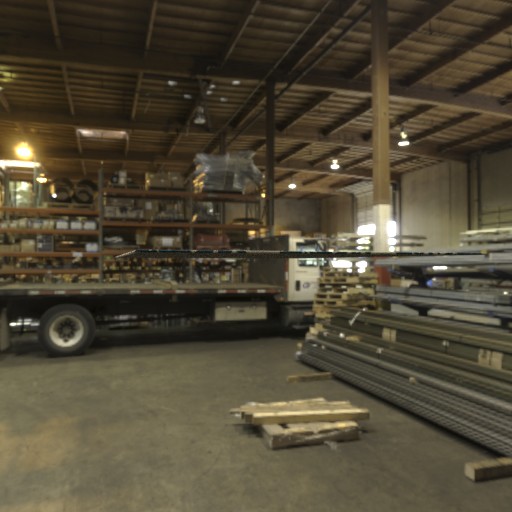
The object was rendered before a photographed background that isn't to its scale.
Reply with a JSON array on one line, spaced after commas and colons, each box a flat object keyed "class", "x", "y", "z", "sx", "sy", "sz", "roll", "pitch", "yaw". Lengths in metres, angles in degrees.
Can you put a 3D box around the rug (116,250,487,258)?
[{"class": "rug", "x": 0.000, "y": 0.000, "z": 4.159, "sx": 2.416, "sy": 0.014, "sz": 3.017, "roll": 0, "pitch": -1, "yaw": -19}]
